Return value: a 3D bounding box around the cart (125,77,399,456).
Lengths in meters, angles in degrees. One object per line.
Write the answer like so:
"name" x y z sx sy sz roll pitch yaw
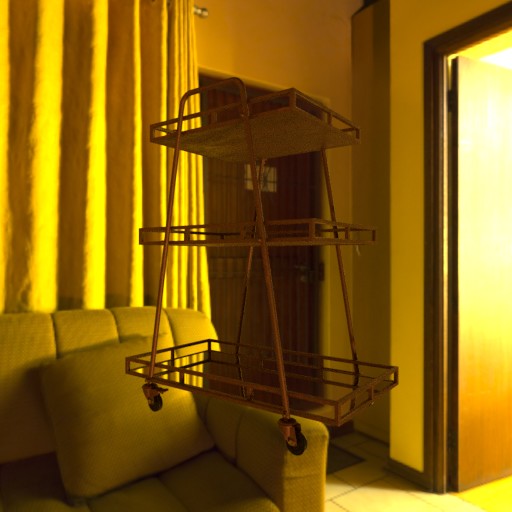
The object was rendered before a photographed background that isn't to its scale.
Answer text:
"cart" 0.000 0.000 1.298 0.711 0.883 0.441 0 0 36
